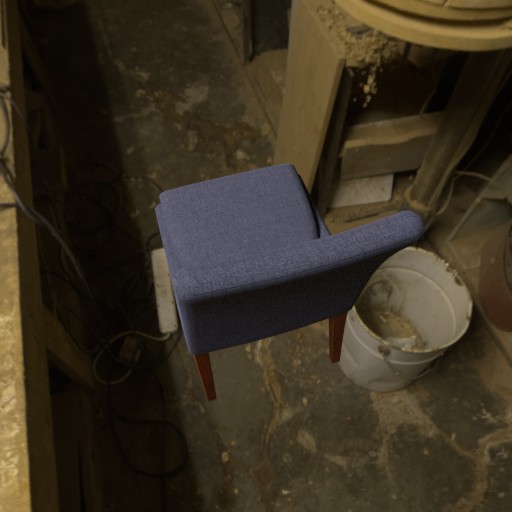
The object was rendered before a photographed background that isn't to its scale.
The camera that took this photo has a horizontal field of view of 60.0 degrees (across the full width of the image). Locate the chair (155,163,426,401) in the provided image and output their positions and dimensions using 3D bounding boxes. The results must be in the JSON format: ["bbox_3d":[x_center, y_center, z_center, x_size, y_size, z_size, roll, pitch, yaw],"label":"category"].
[{"bbox_3d":[0.000,0.000,1.287,0.508,0.952,0.655,-15,60,-9],"label":"chair"}]
